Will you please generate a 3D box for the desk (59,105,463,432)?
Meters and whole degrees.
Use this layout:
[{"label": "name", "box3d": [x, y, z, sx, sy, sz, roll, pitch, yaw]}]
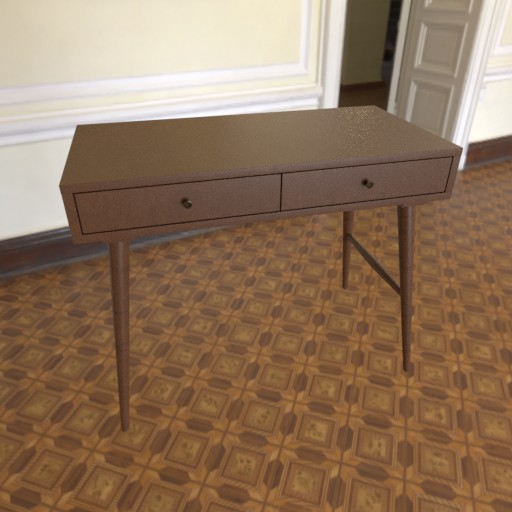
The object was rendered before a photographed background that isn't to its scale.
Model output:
[{"label": "desk", "box3d": [0.000, 0.000, 1.391, 0.949, 0.758, 0.510, -8, 32, -13]}]
